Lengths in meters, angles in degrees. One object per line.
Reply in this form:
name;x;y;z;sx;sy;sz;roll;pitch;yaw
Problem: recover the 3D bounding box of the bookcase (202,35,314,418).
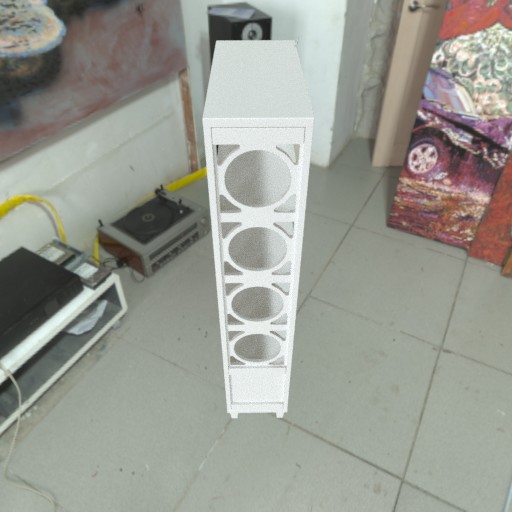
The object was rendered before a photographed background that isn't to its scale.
bookcase;0.000;0.000;2.202;0.361;1.869;0.761;0;42;-1
